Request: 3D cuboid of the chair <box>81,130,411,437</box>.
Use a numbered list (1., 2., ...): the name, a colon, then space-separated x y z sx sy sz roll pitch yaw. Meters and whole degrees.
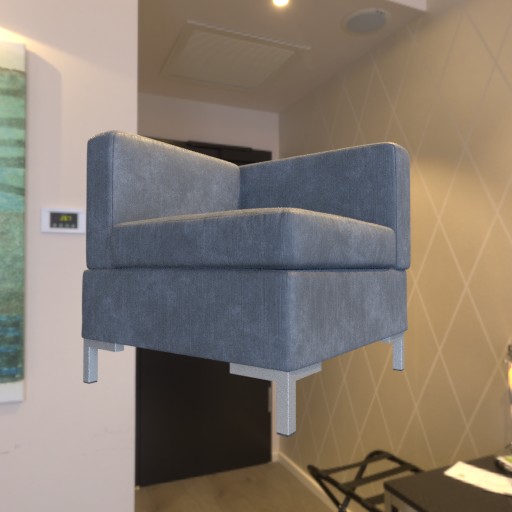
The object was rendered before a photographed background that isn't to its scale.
1. chair: 0.000 0.000 1.225 0.680 0.660 0.680 -1 -2 36
